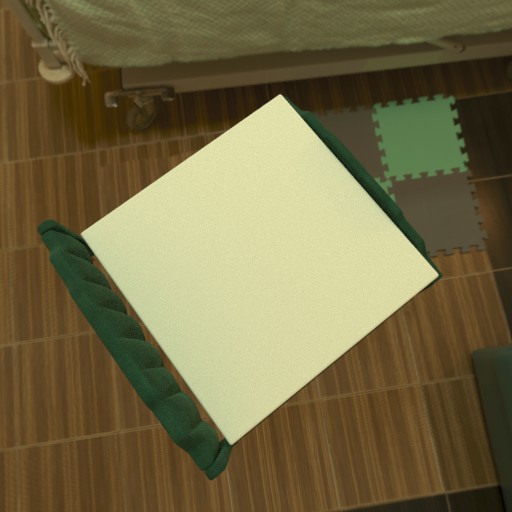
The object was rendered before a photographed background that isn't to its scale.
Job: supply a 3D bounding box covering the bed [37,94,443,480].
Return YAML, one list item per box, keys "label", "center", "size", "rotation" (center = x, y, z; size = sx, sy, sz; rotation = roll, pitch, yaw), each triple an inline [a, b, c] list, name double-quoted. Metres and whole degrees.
- label: "bed"
  center: [0.000, 0.000, 3.473]
  size: [2.340, 1.245, 2.074]
  rotation: [-37, 80, -8]
